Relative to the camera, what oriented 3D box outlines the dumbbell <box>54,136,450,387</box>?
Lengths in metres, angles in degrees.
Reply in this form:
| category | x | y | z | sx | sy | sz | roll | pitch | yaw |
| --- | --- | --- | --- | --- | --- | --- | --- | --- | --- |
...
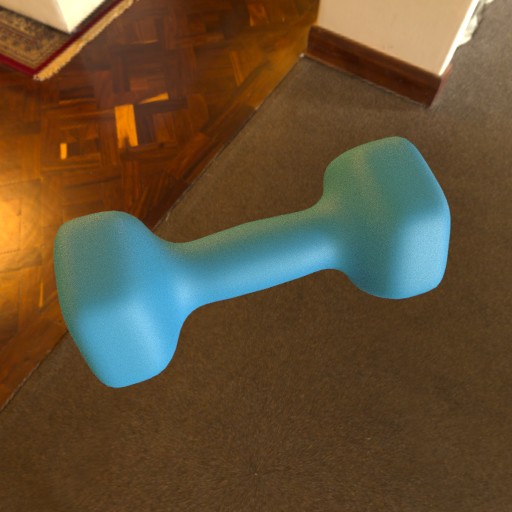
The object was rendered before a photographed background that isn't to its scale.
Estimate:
| category | x | y | z | sx | sy | sz | roll | pitch | yaw |
| --- | --- | --- | --- | --- | --- | --- | --- | --- | --- |
| dumbbell | 0.000 | 0.000 | 0.186 | 0.152 | 0.066 | 0.074 | -15 | 65 | -7 |
